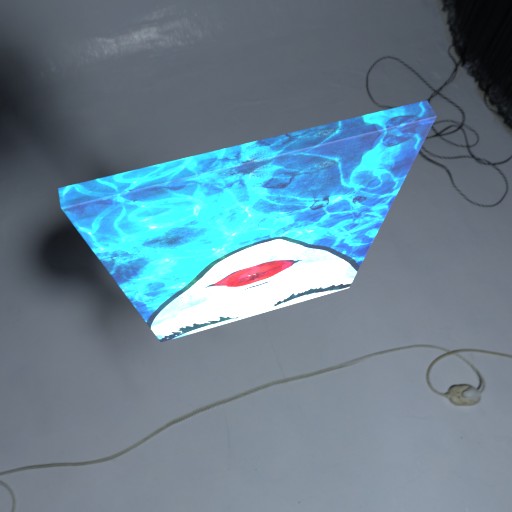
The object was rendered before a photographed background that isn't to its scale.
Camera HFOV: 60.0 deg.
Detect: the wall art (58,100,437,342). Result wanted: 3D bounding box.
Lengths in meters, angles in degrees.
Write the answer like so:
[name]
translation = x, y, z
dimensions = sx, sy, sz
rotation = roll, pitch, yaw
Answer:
[wall art]
translation = 0.000, 0.000, 1.038
dimensions = 0.609, 0.760, 0.038
rotation = -15, 65, -7
